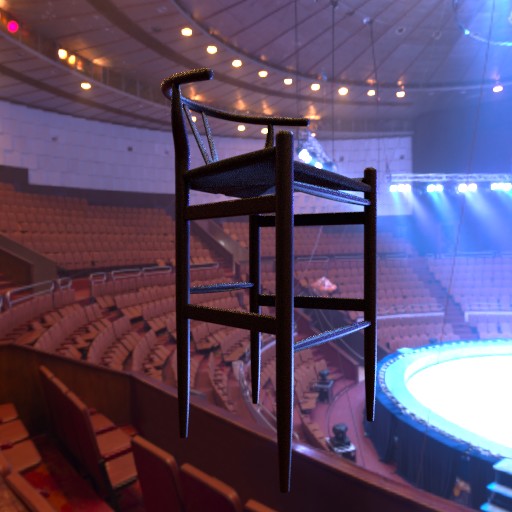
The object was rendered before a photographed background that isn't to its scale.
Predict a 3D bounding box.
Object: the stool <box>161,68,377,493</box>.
[{"bbox_3d":[0.000,0.000,1.382,0.579,1.072,0.569,0,0,36],"label":"stool"}]
